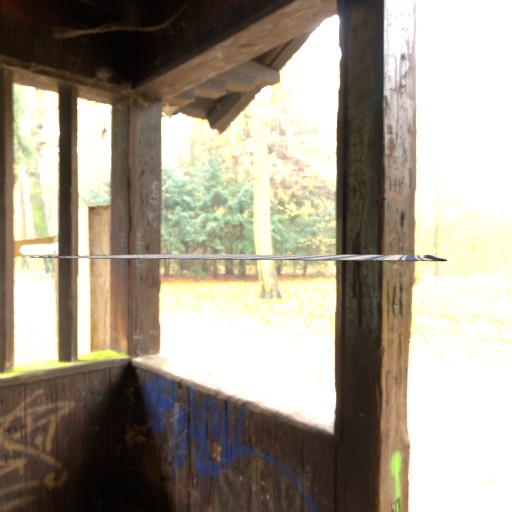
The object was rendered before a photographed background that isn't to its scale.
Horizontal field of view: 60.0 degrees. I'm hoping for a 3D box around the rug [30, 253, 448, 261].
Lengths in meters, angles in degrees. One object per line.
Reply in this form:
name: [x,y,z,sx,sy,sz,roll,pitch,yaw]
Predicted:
rug: [0.000,0.000,4.485,3.416,0.016,2.471,0,1,19]
